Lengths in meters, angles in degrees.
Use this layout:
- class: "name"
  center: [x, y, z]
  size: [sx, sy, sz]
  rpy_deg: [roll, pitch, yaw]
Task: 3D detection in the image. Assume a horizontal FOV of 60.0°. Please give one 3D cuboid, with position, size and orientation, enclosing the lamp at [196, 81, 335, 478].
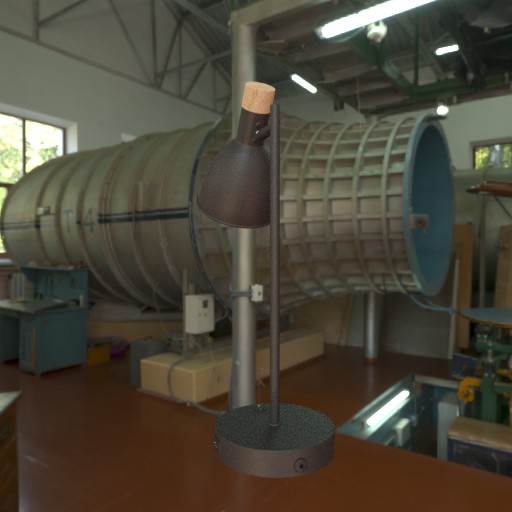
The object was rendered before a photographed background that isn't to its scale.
- class: "lamp"
  center: [0.000, 0.000, 0.618]
  size: [0.152, 0.483, 0.287]
  rpy_deg: [0, 1, -20]
